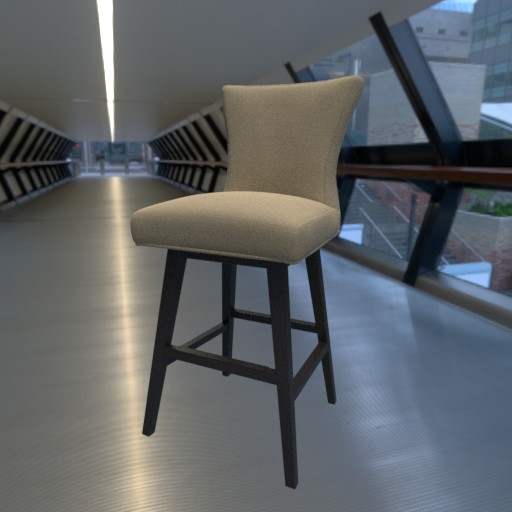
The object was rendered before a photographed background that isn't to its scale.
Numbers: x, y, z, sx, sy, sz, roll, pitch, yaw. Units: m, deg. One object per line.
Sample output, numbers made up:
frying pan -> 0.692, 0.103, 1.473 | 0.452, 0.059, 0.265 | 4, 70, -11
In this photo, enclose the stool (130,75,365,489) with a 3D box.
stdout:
stool -> 0.000, 0.000, 1.386 | 0.514, 1.086, 0.574 | 7, 15, 26
